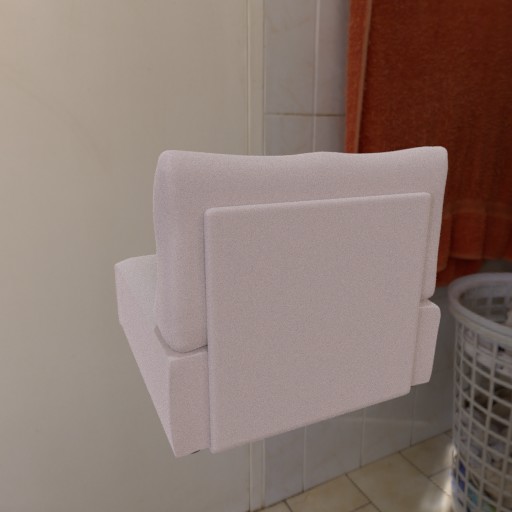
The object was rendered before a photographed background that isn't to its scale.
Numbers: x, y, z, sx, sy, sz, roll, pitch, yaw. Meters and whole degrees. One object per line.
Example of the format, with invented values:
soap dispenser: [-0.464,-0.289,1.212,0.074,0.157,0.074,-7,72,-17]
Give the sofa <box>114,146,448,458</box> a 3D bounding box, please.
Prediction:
sofa: [0.000,0.000,1.686,0.935,0.828,1.000,-7,17,-24]
